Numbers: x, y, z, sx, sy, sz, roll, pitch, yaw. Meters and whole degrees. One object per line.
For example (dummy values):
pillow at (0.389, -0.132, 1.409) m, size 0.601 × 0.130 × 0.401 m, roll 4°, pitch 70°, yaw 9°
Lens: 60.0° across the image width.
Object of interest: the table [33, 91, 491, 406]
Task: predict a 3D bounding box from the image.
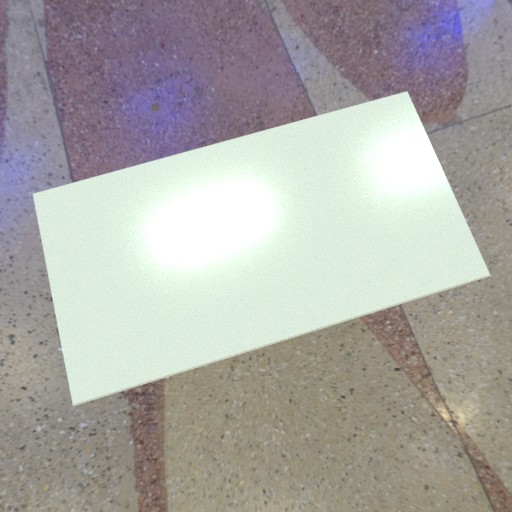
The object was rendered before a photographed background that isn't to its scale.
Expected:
table at (0.000, 0.000, 1.362) m, size 1.067 × 0.457 × 0.559 m, roll -16°, pitch 76°, yaw -4°
